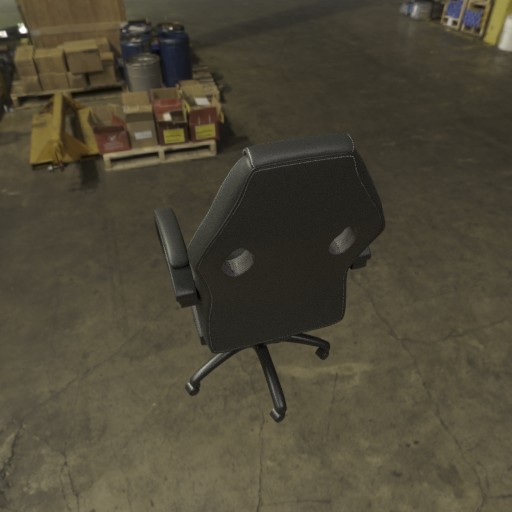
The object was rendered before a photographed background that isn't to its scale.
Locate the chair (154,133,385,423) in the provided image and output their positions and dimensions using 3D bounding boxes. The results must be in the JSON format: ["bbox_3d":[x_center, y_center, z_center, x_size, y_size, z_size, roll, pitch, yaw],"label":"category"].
[{"bbox_3d":[0.000,0.000,1.621,0.673,1.187,0.724,-12,41,-14],"label":"chair"}]
